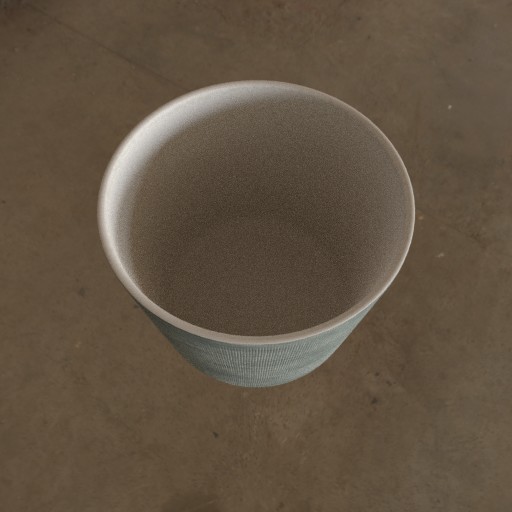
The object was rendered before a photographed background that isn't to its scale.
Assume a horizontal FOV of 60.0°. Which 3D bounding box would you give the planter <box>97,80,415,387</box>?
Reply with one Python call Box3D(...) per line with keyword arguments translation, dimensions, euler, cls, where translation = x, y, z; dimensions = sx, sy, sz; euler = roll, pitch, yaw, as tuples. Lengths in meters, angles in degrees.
Box3D(translation=(0.000, 0.000, 0.796), dimensions=(0.440, 0.398, 0.440), euler=(0, 63, 0), cls="planter")
